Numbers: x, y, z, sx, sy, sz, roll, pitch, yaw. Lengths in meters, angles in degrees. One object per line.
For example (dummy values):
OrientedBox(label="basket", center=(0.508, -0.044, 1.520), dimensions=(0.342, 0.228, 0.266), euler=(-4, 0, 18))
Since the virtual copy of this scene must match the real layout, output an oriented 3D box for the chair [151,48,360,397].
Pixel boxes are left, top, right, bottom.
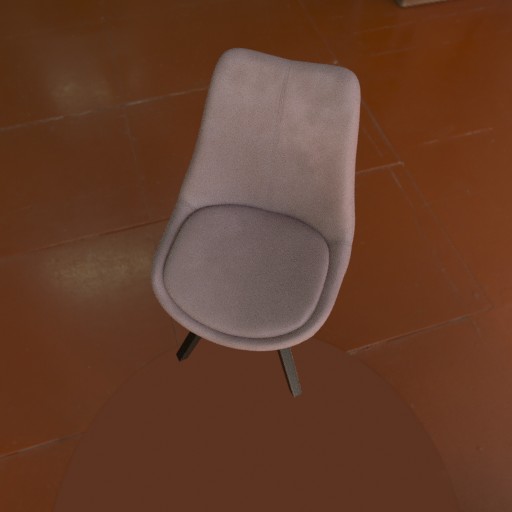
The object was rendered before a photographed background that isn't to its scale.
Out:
OrientedBox(label="chair", center=(0.000, 0.000, 1.211), dimensions=(0.483, 0.865, 0.547), euler=(15, 60, 9))
